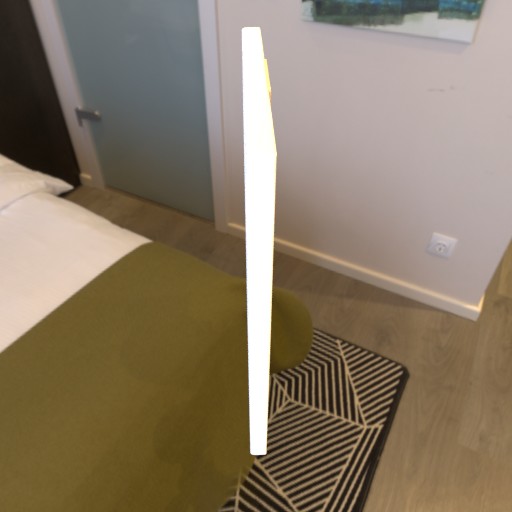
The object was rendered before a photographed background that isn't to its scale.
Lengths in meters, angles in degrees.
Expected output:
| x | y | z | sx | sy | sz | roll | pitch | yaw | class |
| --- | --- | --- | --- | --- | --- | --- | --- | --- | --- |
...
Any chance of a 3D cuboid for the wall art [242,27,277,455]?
| x | y | z | sx | sy | sz | roll | pitch | yaw | class |
| --- | --- | --- | --- | --- | --- | --- | --- | --- | --- |
| 0.000 | 0.000 | 1.116 | 0.048 | 0.902 | 0.602 | -1 | 42 | -1 | wall art |
